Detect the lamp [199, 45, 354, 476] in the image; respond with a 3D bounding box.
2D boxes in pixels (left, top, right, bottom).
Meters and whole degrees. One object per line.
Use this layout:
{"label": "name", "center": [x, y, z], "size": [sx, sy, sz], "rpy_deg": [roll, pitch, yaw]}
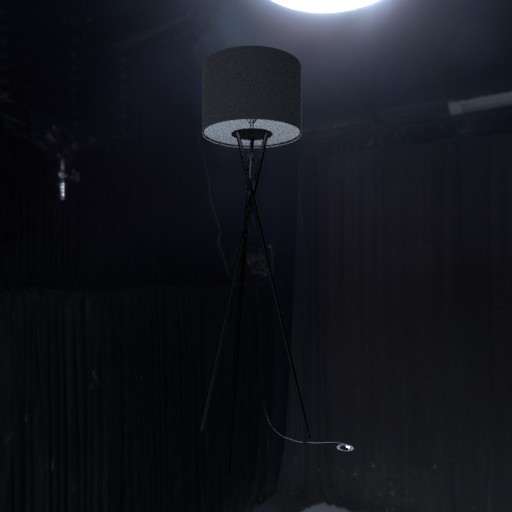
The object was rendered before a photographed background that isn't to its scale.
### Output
{"label": "lamp", "center": [0.000, 0.000, 1.871], "size": [0.667, 1.624, 0.522], "rpy_deg": [-1, -1, 36]}
